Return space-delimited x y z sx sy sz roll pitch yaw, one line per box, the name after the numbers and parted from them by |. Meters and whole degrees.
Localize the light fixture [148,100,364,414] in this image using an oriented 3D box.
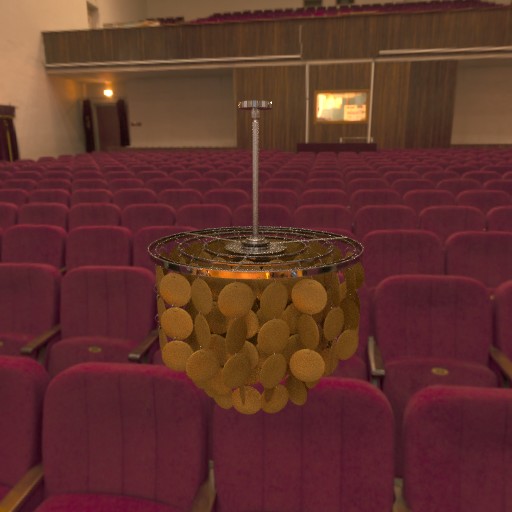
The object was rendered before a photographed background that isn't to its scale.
0.000 0.000 0.746 0.368 0.492 0.368 0 13 0 | light fixture
